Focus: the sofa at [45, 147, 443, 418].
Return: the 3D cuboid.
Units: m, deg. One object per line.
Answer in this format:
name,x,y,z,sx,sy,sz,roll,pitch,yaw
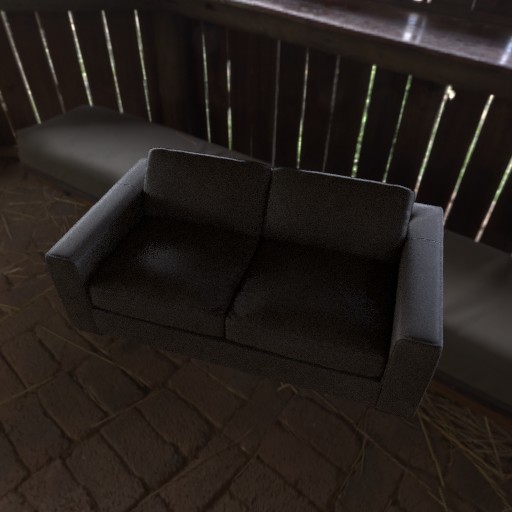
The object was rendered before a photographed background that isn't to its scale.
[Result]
sofa,0.000,0.000,2.466,1.920,0.800,1.070,12,43,13
